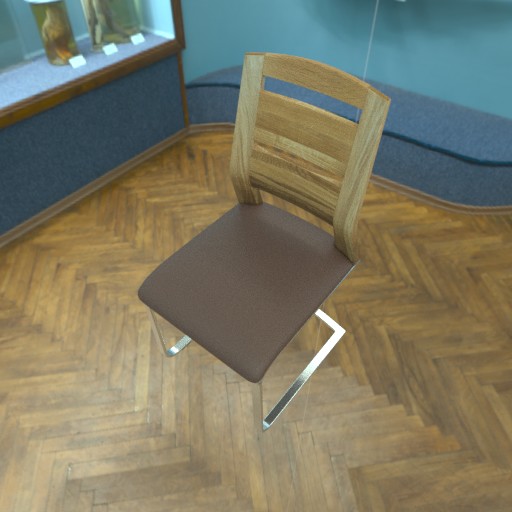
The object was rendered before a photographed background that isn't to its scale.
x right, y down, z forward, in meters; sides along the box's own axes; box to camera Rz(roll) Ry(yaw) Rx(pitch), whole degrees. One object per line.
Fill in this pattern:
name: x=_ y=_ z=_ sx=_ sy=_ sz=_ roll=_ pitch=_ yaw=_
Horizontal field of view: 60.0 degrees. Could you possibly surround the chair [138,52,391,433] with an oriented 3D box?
chair: x=0.000 y=0.000 z=1.296 sx=0.460 sy=0.970 sz=0.570 roll=30 pitch=53 yaw=26
